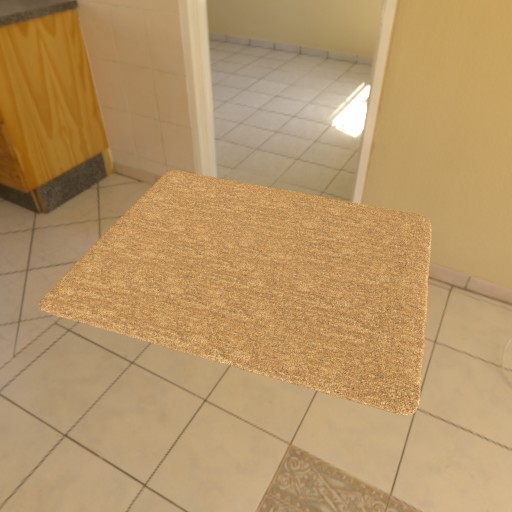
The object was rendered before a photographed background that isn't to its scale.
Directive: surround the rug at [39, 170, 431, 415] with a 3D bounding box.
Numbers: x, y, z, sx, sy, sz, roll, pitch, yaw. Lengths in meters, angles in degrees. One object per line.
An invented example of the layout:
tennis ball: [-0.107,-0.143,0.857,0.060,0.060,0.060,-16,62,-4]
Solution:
rug: [0.000,0.000,3.839,2.873,0.050,2.242,12,42,14]
